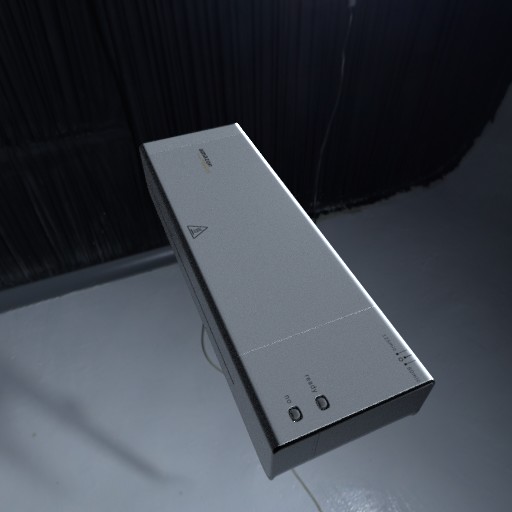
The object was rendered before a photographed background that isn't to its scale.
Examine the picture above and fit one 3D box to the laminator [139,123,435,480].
[{"bbox_3d":[0.000,0.000,0.392,0.123,0.062,0.340,-17,48,-16],"label":"laminator"}]
